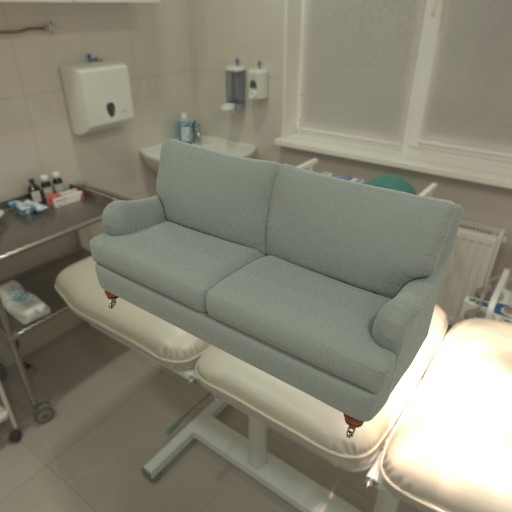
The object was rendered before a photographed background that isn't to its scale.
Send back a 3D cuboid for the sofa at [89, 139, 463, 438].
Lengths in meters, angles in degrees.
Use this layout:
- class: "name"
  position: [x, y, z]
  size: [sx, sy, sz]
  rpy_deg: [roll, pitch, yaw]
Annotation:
- class: "sofa"
  position: [0.000, 0.000, 2.871]
  size: [2.193, 1.096, 1.069]
  rpy_deg: [20, 35, 31]
